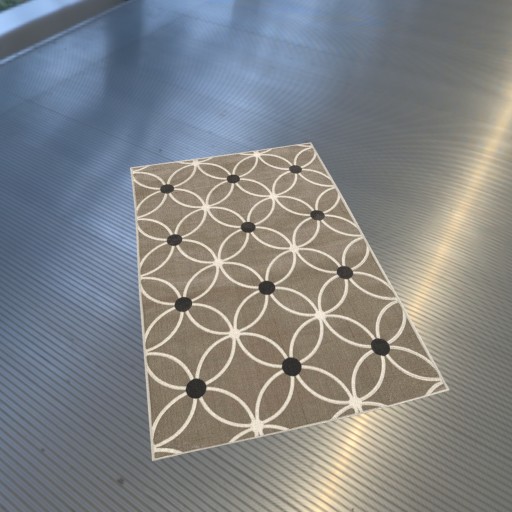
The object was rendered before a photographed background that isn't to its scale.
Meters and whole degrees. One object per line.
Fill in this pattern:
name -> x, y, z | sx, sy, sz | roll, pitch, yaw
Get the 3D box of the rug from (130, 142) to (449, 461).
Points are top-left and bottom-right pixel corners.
rug -> 0.000, 0.000, 2.896 | 1.522, 0.008, 2.284 | -10, 49, -9
